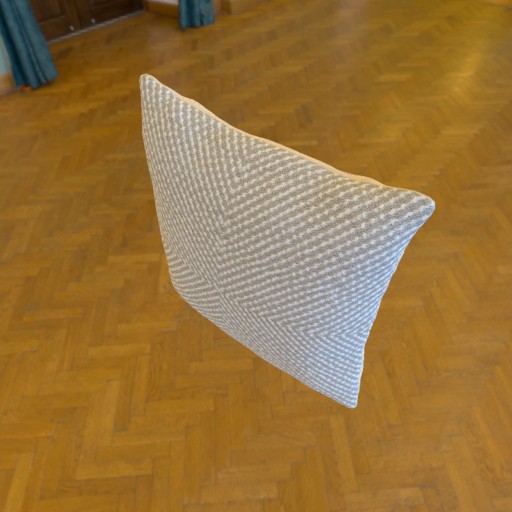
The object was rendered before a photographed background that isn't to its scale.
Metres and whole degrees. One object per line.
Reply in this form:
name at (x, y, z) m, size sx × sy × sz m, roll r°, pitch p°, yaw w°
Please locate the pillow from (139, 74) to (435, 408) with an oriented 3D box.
pillow at (0.000, 0.000, 0.709) m, size 0.459 × 0.458 × 0.181 m, roll 31°, pitch 54°, yaw 26°
